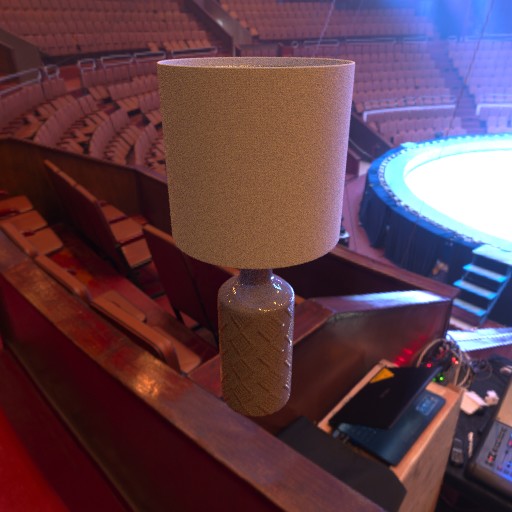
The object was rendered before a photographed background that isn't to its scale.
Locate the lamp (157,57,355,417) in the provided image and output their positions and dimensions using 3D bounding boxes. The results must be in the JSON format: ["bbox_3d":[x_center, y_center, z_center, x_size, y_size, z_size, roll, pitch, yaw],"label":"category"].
[{"bbox_3d":[0.000,0.000,0.572,0.207,0.461,0.207,18,31,32],"label":"lamp"}]
